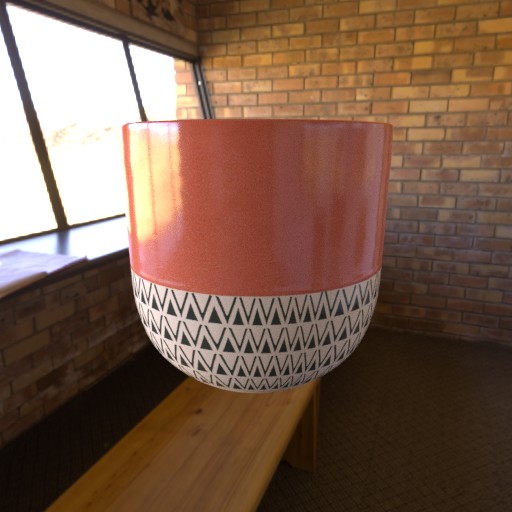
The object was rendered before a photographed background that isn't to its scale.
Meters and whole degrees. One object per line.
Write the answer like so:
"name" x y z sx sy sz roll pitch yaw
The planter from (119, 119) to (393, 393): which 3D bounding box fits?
"planter" 0.000 0.000 0.480 0.266 0.270 0.266 0 14 0
